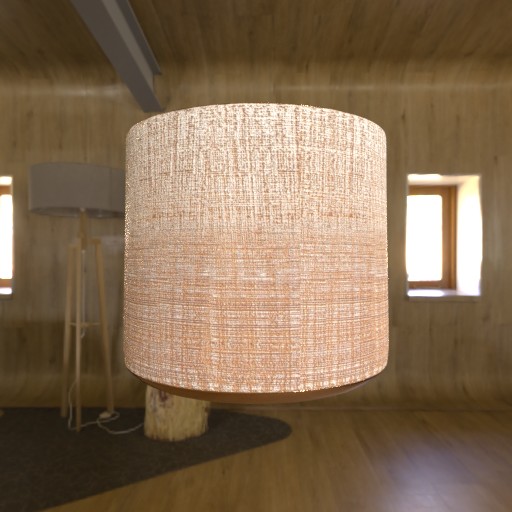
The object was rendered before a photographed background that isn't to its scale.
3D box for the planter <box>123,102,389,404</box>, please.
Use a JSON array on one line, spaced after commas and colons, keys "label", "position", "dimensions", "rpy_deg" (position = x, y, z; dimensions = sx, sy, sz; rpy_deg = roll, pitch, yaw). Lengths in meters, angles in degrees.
[{"label": "planter", "position": [0.000, 0.000, 0.309], "dimensions": [0.177, 0.157, 0.177], "rpy_deg": [0, 0, 0]}]
